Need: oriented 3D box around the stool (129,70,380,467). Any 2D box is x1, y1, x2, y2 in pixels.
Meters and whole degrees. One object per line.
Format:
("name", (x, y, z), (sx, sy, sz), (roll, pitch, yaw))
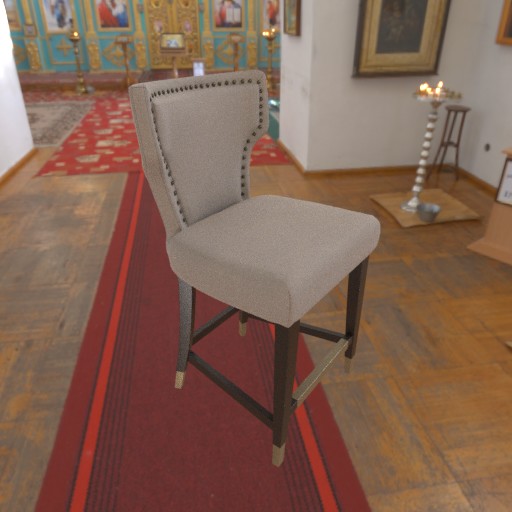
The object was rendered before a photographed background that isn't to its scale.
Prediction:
("stool", (0.000, 0.000, 1.323), (0.563, 0.982, 0.527), (18, 33, 31))
